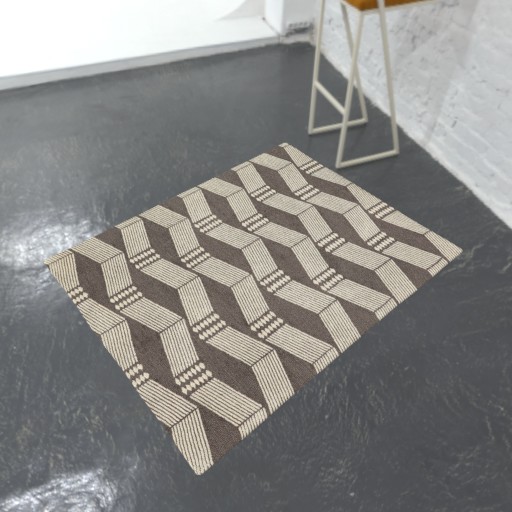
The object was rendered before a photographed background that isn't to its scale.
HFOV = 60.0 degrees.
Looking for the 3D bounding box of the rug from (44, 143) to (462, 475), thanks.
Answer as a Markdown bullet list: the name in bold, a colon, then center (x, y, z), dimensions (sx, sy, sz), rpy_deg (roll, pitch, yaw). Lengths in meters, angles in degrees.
- **rug**: center (0.000, 0.000, 4.108), dimensions (3.048, 0.016, 2.438), rpy_deg (-32, 54, -27)
